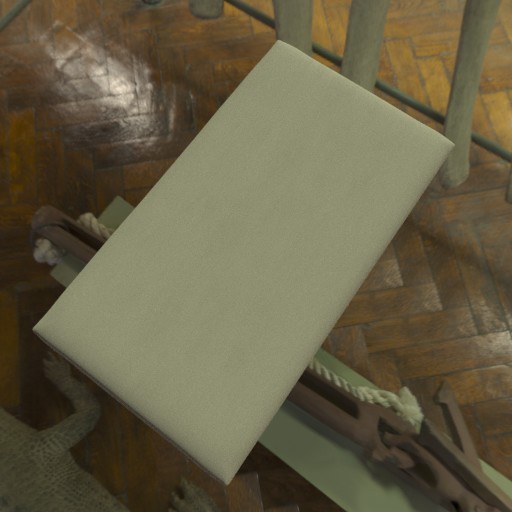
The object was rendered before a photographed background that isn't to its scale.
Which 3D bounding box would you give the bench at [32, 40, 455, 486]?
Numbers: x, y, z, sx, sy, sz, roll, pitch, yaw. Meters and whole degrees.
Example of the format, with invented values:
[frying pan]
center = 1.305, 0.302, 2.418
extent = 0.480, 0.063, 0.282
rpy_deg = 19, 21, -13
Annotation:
[bench]
center = 0.000, 0.000, 1.148
extent = 0.500, 0.449, 0.887
rpy_deg = 35, 77, 9
